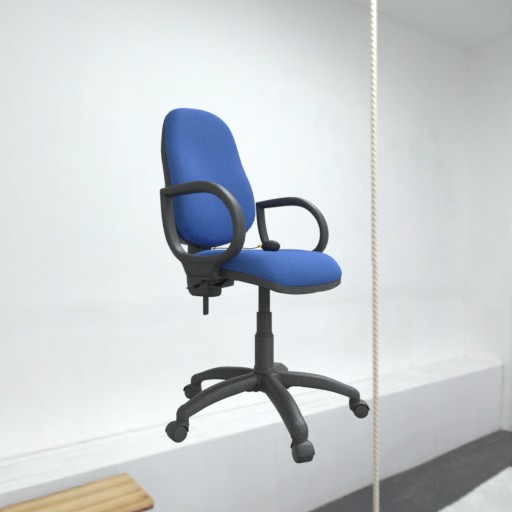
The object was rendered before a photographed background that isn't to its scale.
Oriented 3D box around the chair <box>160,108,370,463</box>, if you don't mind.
[{"bbox_3d":[0.000,0.000,1.251,0.549,0.905,0.552,1,1,36],"label":"chair"}]
